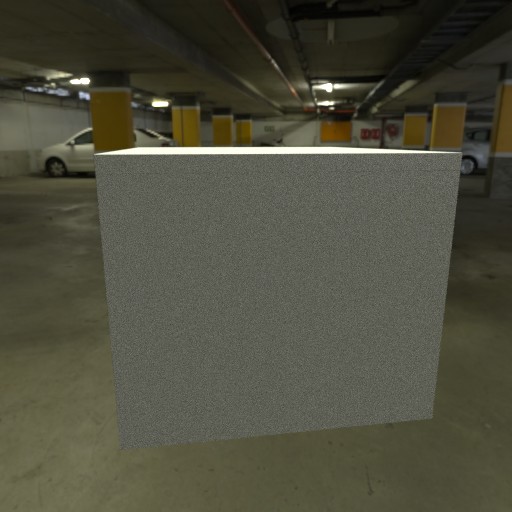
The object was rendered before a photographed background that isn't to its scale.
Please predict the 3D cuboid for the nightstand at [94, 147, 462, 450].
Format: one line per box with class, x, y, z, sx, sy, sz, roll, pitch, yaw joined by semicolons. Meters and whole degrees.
nightstand;0.000;0.000;0.749;0.408;0.351;0.470;-2;15;-9
